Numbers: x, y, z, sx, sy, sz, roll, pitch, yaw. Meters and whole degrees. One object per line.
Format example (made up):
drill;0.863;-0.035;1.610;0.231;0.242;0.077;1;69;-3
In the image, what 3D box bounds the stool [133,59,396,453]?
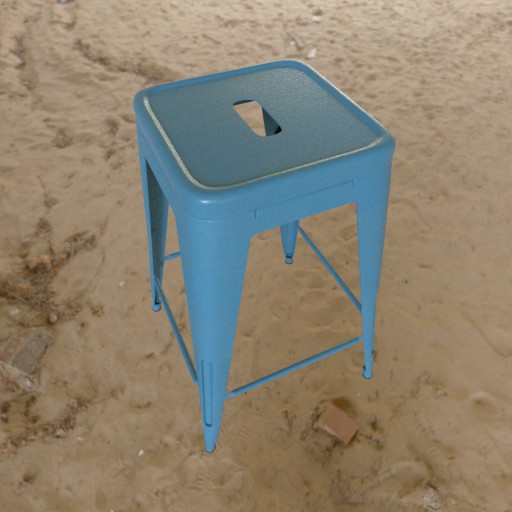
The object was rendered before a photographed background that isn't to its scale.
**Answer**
stool;0.000;0.000;0.864;0.410;0.608;0.410;-19;50;-17
